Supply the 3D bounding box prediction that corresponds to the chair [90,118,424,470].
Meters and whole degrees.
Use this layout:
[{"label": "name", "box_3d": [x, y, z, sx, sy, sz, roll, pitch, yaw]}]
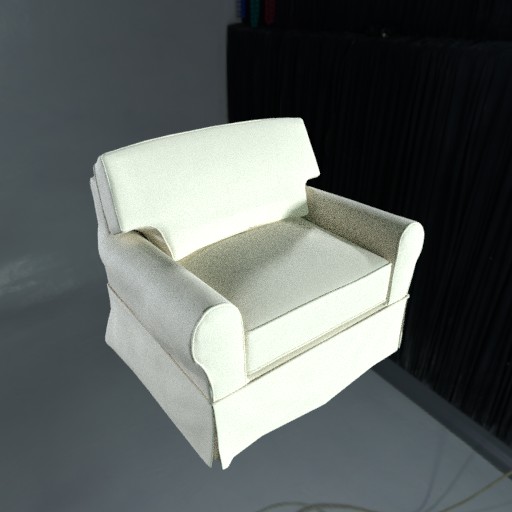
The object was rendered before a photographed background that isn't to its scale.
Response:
[{"label": "chair", "box_3d": [0.000, 0.000, 1.828, 1.099, 0.958, 0.904, -20, 35, -32]}]
